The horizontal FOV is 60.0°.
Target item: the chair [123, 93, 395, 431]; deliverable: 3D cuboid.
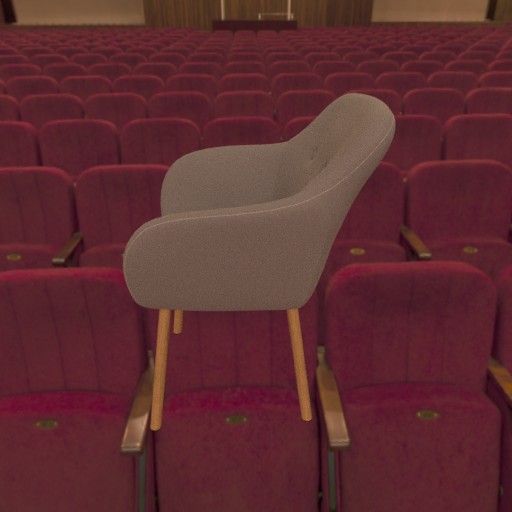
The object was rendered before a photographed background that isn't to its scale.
[{"bbox_3d":[0.000,0.000,1.226,0.590,0.830,0.570,0,27,-1],"label":"chair"}]
